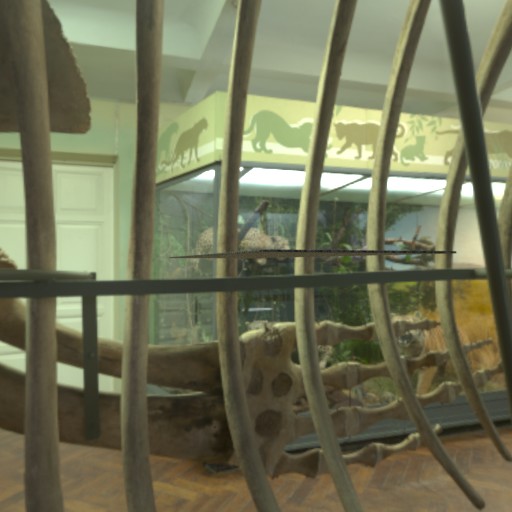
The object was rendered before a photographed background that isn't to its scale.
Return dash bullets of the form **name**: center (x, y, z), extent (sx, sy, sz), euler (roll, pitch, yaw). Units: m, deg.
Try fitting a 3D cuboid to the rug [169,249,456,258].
- **rug**: center (0.000, 0.000, 2.445), extent (0.686, 0.008, 2.286), euler (0, -1, -18)
